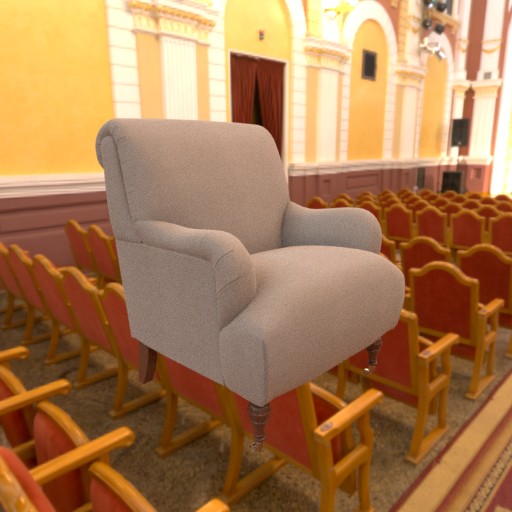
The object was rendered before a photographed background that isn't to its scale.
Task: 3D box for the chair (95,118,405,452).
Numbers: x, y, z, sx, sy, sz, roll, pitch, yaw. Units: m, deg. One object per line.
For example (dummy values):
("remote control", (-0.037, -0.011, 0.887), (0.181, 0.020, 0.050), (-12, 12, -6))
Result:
("chair", (0.000, 0.000, 1.562), (0.842, 0.942, 0.766), (13, 19, 43))
